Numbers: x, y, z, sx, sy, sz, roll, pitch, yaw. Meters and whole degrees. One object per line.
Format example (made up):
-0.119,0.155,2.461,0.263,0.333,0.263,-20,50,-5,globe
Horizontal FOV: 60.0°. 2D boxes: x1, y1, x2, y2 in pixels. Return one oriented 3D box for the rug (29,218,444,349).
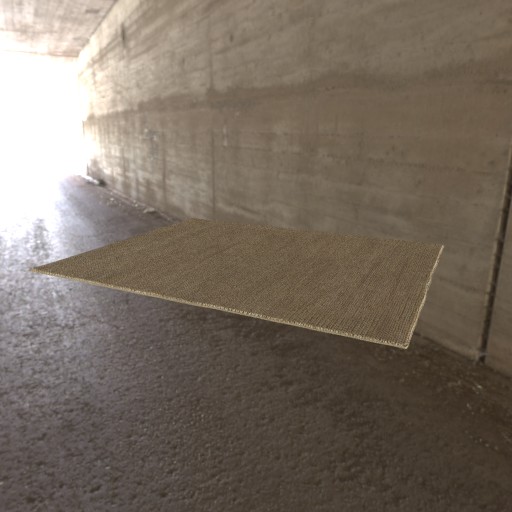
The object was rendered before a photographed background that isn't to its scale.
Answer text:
0.000,0.000,4.097,3.052,0.030,2.429,8,18,25,rug
